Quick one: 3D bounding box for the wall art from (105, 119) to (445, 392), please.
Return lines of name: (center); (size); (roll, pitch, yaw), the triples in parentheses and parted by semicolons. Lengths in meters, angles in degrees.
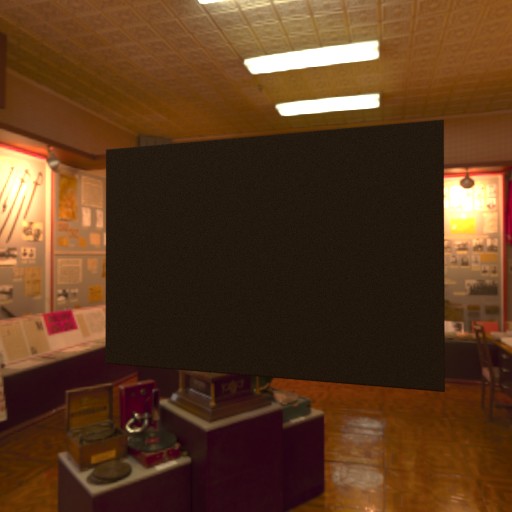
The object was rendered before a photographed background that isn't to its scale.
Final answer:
wall art: (0.000, 0.000, 1.223); (0.958, 0.656, 0.026); (0, -1, 18)
